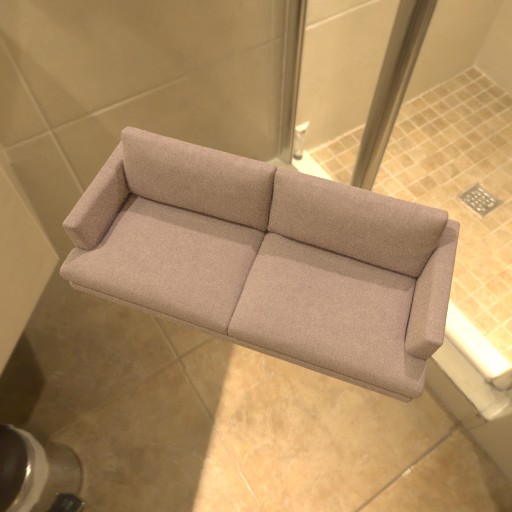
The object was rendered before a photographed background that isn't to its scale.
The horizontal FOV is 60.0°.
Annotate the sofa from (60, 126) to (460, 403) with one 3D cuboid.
[{"bbox_3d":[0.000,0.000,2.773,2.250,0.868,1.020,17,61,10],"label":"sofa"}]
